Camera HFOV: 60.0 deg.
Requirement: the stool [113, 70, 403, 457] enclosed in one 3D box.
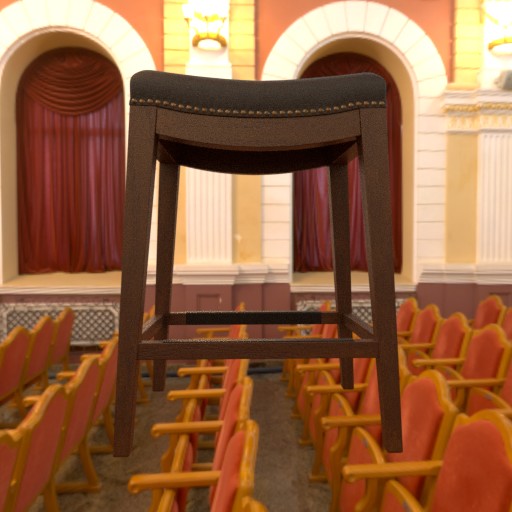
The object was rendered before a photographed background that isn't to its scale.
[{"bbox_3d":[0.000,0.000,0.914,0.490,0.664,0.353,0,2,-2],"label":"stool"}]
